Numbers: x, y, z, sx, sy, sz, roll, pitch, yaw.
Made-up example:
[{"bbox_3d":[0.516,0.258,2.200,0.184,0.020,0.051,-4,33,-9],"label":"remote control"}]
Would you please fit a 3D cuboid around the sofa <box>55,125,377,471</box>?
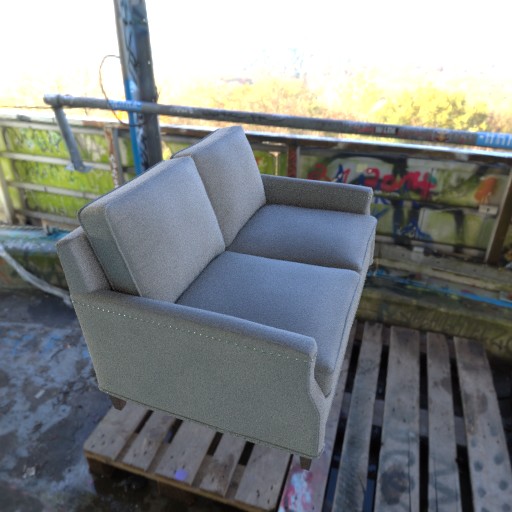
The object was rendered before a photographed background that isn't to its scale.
[{"bbox_3d":[0.000,0.000,2.273,1.084,1.003,1.597,10,31,17],"label":"sofa"}]
